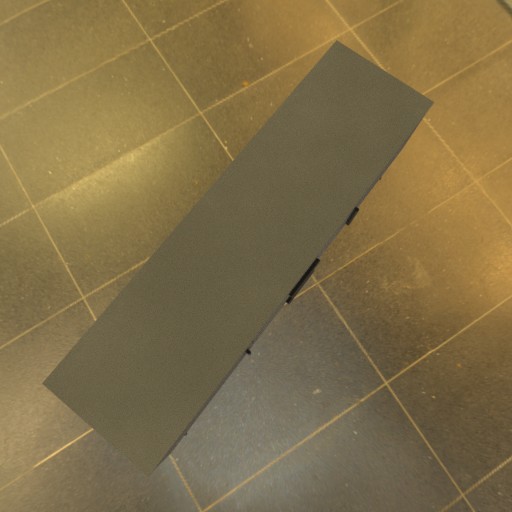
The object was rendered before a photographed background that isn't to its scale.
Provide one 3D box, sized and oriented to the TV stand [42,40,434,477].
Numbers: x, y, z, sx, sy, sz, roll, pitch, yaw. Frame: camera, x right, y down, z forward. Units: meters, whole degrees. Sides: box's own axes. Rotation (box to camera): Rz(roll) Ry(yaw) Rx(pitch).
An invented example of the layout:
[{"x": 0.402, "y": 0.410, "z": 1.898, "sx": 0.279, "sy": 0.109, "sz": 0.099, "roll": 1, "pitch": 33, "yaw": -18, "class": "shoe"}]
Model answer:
[{"x": 0.000, "y": 0.000, "z": 1.592, "sx": 0.400, "sy": 0.560, "sz": 1.400, "roll": 37, "pitch": 79, "yaw": 9, "class": "TV stand"}]
